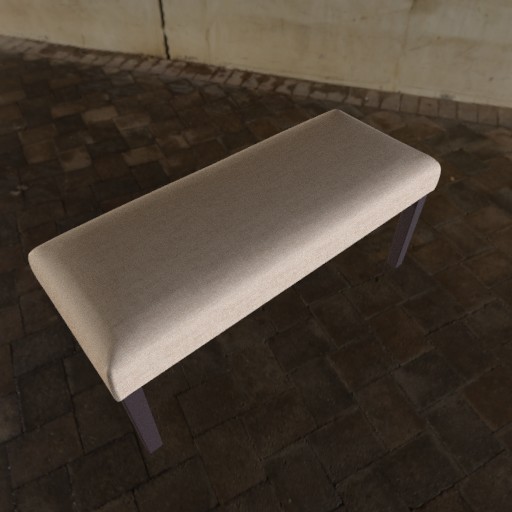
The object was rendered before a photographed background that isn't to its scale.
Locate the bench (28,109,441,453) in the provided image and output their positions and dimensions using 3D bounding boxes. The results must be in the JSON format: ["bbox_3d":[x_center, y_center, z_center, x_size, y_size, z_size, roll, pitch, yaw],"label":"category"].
[{"bbox_3d":[0.000,0.000,1.237,1.013,0.456,0.407,-31,54,-26],"label":"bench"}]
